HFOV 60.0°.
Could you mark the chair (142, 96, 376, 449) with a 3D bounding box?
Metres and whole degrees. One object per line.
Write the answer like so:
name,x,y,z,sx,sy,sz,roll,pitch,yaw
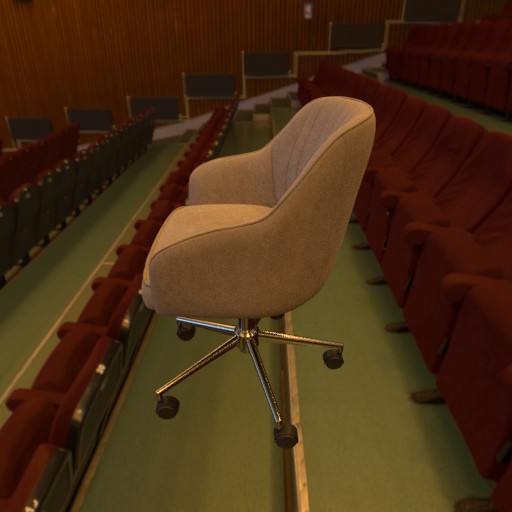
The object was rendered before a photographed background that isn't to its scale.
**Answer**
chair,0.000,0.000,1.268,0.573,0.831,0.635,0,27,0
